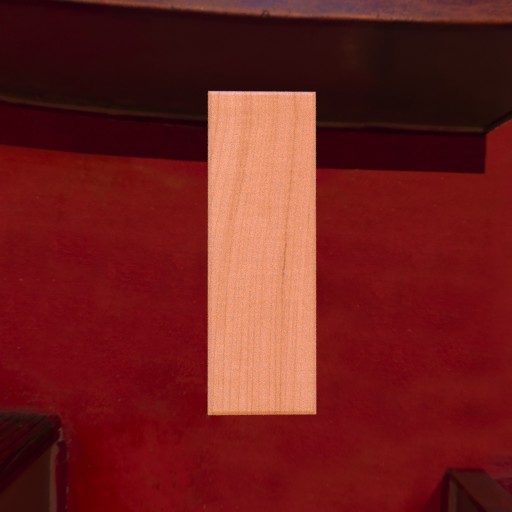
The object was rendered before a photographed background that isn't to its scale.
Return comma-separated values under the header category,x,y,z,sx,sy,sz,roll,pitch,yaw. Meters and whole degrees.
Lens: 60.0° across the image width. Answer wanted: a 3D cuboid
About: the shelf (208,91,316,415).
category,x,y,z,sx,sy,sz,roll,pitch,yaw
shelf,0.000,0.000,1.225,0.175,1.030,0.520,0,89,-1
